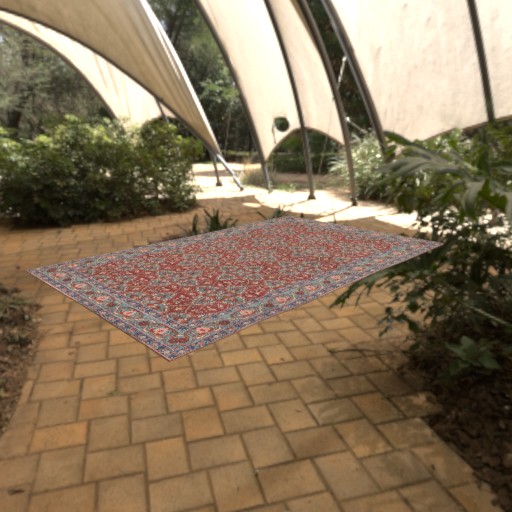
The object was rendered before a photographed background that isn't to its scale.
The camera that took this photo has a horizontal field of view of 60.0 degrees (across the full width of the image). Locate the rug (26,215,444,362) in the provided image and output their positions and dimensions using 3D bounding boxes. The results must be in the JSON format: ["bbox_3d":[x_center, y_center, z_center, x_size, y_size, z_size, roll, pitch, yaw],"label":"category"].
[{"bbox_3d":[0.000,0.000,2.999,2.439,0.011,1.533,-16,22,-43],"label":"rug"}]
